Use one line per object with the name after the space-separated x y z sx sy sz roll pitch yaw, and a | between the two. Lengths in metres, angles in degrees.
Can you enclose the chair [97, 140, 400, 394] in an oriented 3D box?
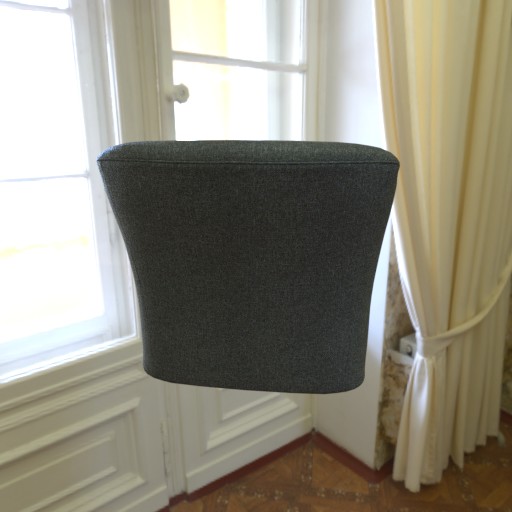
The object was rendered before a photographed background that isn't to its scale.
0.000 0.000 1.641 0.864 0.856 0.923 2 16 7 | chair
